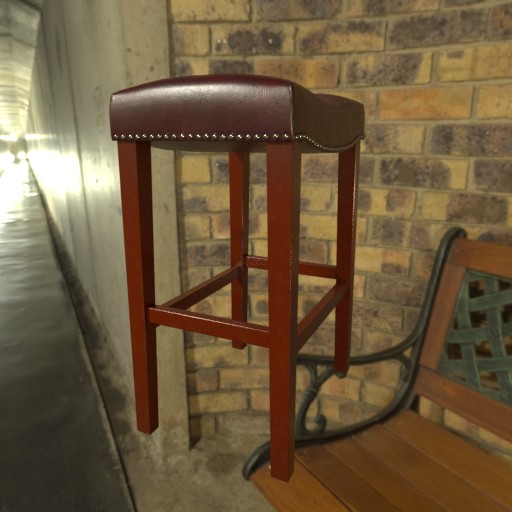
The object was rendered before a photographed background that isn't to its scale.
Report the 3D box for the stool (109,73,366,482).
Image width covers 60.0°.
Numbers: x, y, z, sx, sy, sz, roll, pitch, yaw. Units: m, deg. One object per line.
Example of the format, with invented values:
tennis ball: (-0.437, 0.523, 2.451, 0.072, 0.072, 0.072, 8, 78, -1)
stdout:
stool: (0.000, 0.000, 1.033, 0.372, 0.742, 0.504, 7, 17, 24)
